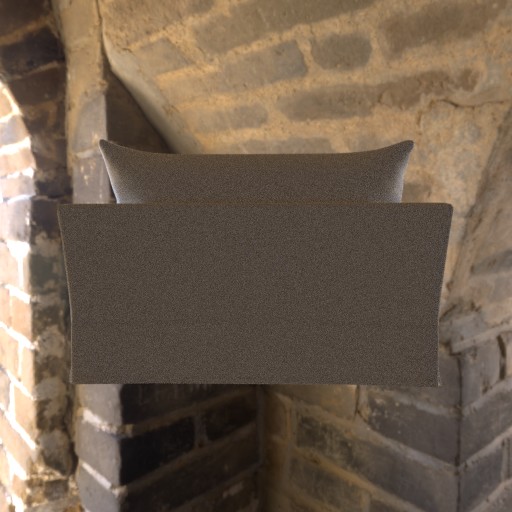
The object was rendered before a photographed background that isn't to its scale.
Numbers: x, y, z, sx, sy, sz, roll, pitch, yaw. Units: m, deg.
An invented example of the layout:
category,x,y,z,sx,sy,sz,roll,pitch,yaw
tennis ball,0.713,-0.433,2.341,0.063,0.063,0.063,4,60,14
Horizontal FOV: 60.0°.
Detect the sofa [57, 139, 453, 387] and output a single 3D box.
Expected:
category,x,y,z,sx,sy,sz,roll,pitch,yaw
sofa,0.000,0.000,2.262,1.608,1.039,1.026,0,0,2
